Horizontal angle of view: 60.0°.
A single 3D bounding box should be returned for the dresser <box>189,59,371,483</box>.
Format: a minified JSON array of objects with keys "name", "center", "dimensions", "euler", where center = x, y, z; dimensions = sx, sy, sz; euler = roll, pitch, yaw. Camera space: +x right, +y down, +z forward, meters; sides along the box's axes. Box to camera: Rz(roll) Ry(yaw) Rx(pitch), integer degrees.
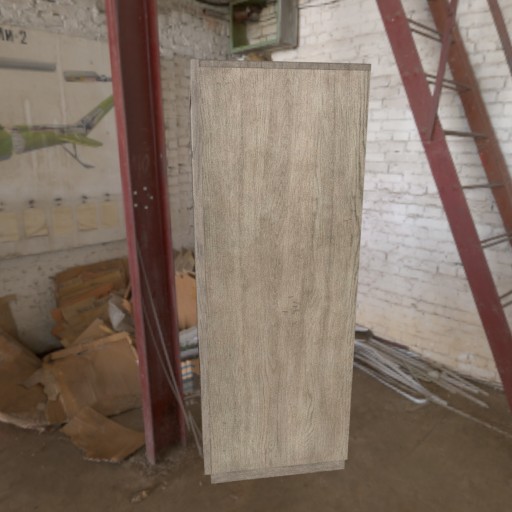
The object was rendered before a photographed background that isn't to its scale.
[{"name":"dresser","center":[0.000,0.000,1.781],"dimensions":[0.483,1.295,0.967],"euler":[-2,15,-8]}]
